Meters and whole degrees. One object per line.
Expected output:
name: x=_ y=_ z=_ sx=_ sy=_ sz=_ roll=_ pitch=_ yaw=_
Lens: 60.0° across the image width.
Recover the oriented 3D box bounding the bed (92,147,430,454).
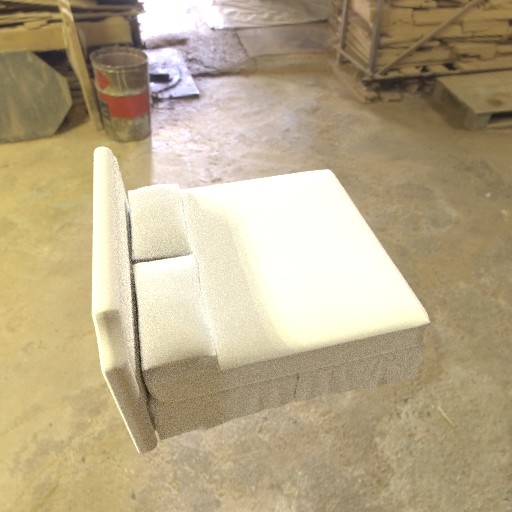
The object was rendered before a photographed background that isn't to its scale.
bed: x=0.000 y=0.000 z=3.523 sx=2.204 sy=1.301 sz=2.160 roll=-10 pitch=45 yaw=-10
